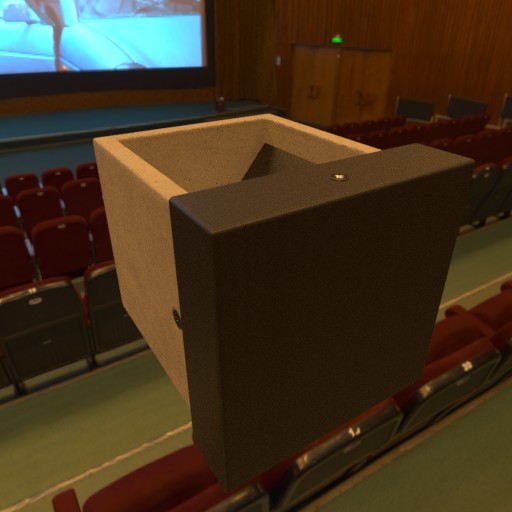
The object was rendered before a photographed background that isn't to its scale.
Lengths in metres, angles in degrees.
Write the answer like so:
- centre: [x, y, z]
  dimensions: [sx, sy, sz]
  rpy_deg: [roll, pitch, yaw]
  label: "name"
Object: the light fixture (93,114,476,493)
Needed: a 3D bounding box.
- centre: [0.000, 0.000, 0.232]
  dimensions: [0.121, 0.121, 0.143]
  rpy_deg: [-18, 34, -28]
  label: "light fixture"
